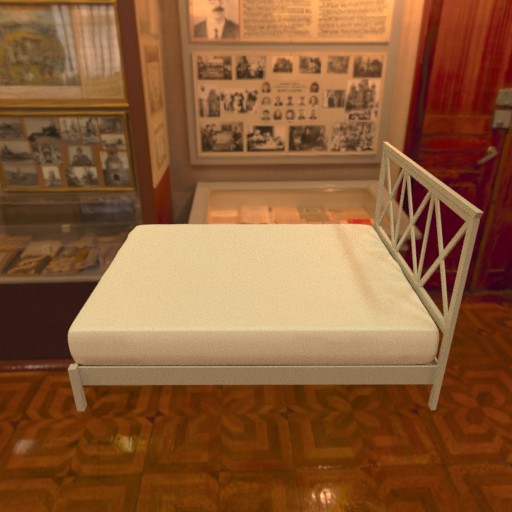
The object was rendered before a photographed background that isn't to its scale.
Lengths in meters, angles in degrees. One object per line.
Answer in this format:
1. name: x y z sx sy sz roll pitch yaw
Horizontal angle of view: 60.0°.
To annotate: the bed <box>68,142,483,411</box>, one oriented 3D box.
1. bed: 0.000 0.000 3.107 2.135 1.253 1.673 0 26 0
